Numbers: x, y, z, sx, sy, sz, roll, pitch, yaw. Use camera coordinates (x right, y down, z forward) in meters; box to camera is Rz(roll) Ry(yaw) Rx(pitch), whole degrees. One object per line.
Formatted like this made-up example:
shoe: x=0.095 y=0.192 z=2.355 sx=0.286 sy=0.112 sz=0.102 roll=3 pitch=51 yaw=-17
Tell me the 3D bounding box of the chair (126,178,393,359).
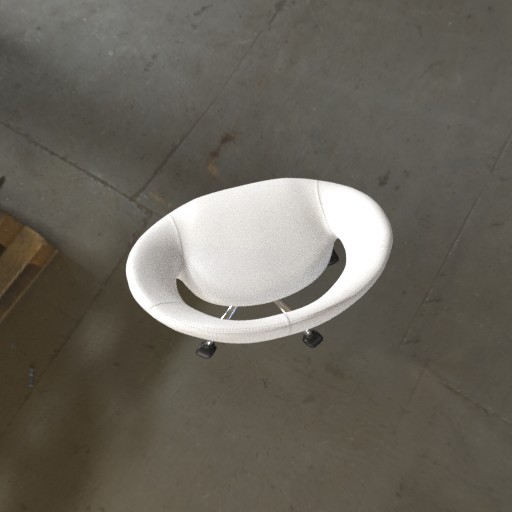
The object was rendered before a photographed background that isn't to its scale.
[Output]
chair: x=0.000 y=0.000 z=1.191 sx=0.612 sy=0.791 sz=0.538 roll=-14 pitch=77 yaw=-3
